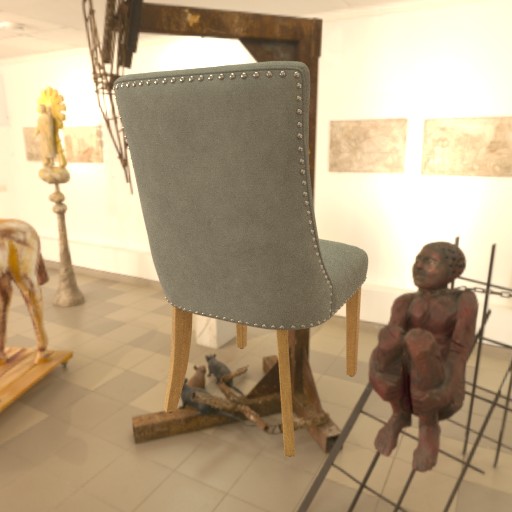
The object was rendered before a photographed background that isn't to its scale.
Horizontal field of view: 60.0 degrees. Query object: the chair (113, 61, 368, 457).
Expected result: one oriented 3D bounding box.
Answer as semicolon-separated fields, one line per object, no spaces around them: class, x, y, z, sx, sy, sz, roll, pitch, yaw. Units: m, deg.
chair;0.000;0.000;1.228;0.495;0.902;0.610;8;17;27
